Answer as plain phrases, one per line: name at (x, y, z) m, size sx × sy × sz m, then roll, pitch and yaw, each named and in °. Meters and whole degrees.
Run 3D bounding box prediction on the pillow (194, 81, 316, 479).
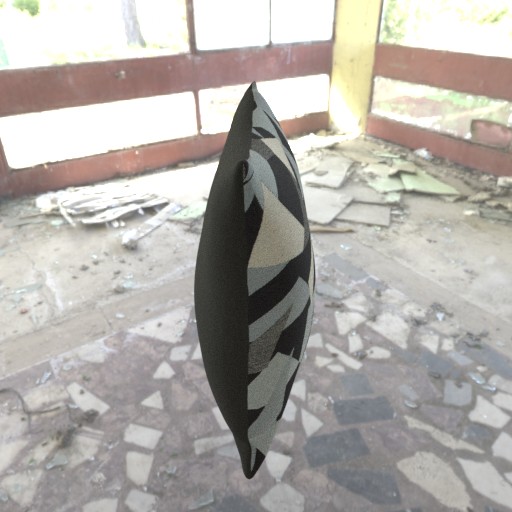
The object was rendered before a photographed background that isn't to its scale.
pillow at (0.000, 0.000, 0.758) m, size 0.208 × 0.496 × 0.503 m, roll 1°, pitch 31°, yaw 1°
